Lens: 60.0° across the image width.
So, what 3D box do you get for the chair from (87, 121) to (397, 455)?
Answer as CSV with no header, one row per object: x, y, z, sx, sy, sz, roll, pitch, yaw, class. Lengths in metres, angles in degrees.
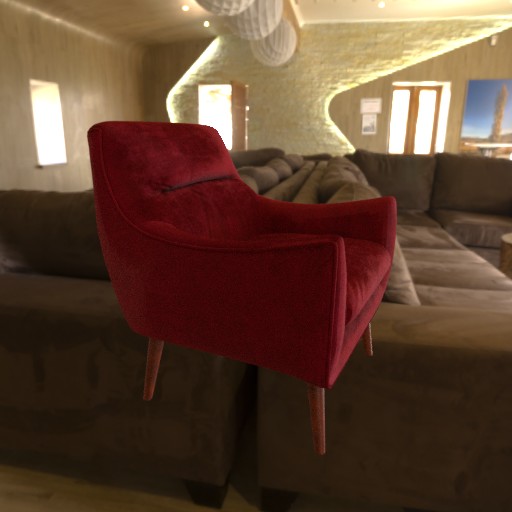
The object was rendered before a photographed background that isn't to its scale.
0.000,0.000,1.435,0.787,0.838,0.762,7,17,25,chair
